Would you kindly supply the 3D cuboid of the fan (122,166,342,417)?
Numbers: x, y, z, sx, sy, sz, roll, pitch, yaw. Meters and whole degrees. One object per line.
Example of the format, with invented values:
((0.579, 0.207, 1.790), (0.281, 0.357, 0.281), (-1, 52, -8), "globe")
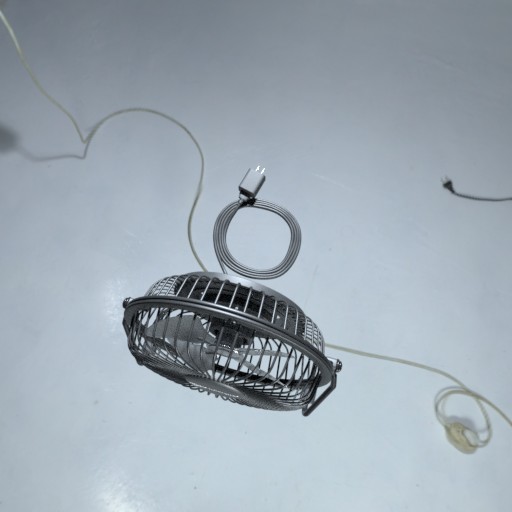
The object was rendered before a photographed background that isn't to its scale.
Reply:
((0.000, 0.000, 0.312), (0.153, 0.152, 0.202), (16, 75, 4), "fan")
